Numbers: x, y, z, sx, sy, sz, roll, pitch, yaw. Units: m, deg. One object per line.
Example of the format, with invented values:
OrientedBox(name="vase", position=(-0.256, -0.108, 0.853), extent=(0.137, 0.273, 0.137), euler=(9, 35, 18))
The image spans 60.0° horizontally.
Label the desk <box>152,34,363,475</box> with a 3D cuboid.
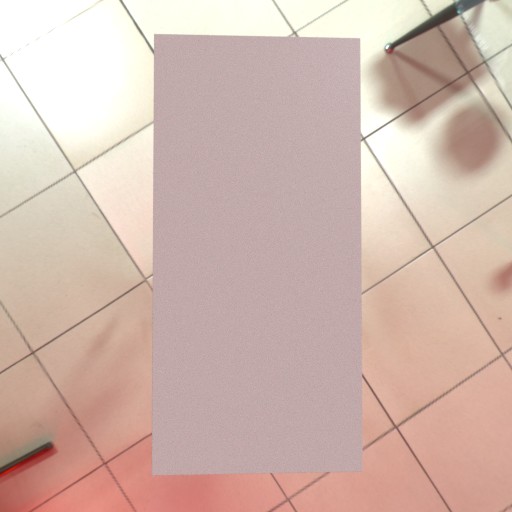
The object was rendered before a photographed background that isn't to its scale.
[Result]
OrientedBox(name="desk", position=(0.000, 0.000, 1.460), extent=(0.525, 0.780, 1.057), euler=(0, 89, -2))
